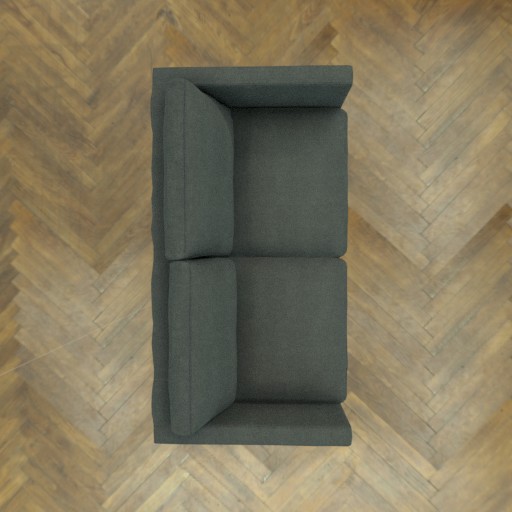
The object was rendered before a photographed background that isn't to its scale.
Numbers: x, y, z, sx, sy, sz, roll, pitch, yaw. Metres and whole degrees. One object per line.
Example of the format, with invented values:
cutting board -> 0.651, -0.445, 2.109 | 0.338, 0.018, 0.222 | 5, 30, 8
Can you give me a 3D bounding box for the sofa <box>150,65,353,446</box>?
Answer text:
sofa -> 0.000, 0.000, 2.352 | 0.974, 0.854, 1.802 | 0, 91, 2
